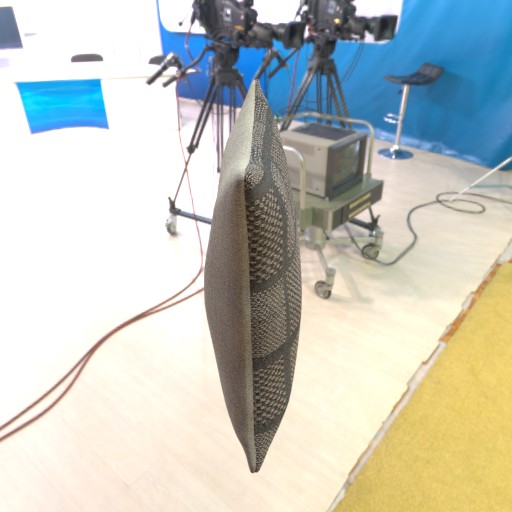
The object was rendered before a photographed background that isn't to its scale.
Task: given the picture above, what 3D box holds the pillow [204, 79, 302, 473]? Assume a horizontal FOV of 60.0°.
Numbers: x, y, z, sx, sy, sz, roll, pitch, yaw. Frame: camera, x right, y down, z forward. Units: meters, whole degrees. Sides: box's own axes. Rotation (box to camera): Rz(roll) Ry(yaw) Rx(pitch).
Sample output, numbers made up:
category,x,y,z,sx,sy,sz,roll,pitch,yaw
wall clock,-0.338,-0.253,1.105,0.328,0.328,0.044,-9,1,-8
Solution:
category,x,y,z,sx,sy,sz,roll,pitch,yaw
pillow,0.000,0.000,0.672,0.138,0.432,0.435,1,32,1
